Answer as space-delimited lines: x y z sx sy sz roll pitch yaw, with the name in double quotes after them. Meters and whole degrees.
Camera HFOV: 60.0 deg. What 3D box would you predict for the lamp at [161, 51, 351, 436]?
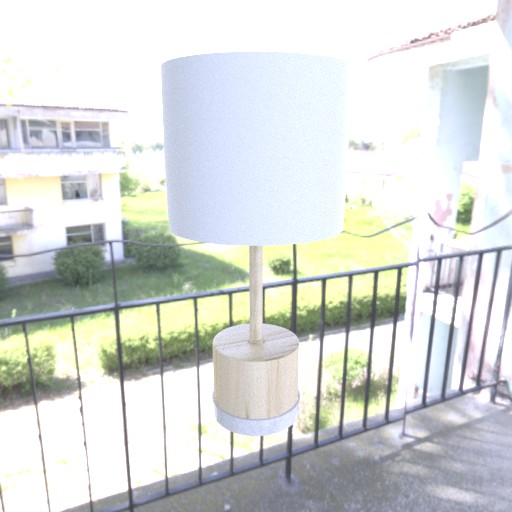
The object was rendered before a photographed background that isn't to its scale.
0.000 0.000 0.598 0.229 0.470 0.229 -7 16 -24 "lamp"
